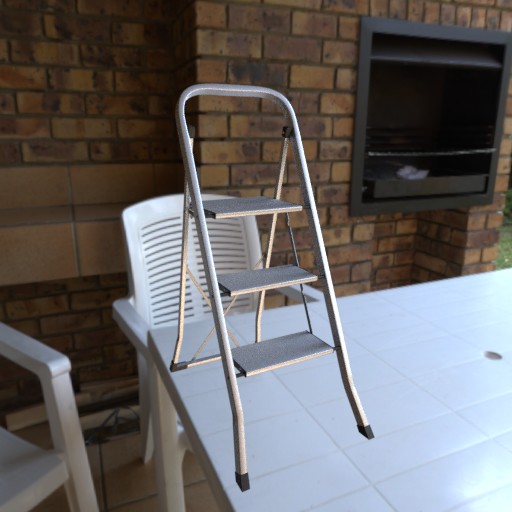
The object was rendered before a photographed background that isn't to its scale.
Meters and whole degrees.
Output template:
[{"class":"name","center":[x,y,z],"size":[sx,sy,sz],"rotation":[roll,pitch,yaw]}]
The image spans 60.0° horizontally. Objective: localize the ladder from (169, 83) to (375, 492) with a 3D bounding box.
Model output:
[{"class":"ladder","center":[0.000,0.000,1.438],"size":[0.465,1.070,0.704],"rotation":[-8,17,-27]}]
